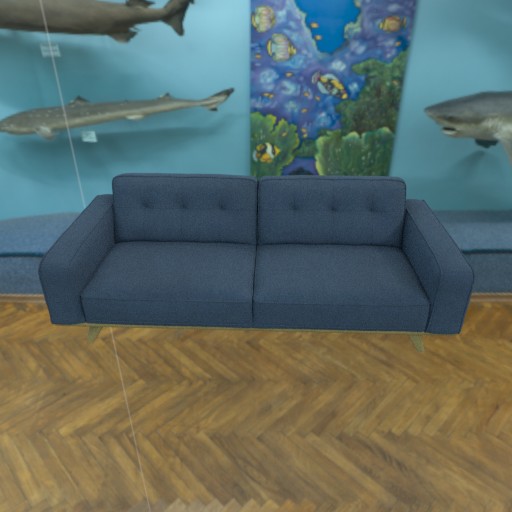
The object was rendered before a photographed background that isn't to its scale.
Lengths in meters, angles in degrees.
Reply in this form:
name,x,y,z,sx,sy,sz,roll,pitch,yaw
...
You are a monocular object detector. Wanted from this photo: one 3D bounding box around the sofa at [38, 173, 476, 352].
name,x,y,z,sx,sy,sz,roll,pitch,yaw
sofa,0.000,0.000,2.729,2.270,0.782,0.953,1,31,2
